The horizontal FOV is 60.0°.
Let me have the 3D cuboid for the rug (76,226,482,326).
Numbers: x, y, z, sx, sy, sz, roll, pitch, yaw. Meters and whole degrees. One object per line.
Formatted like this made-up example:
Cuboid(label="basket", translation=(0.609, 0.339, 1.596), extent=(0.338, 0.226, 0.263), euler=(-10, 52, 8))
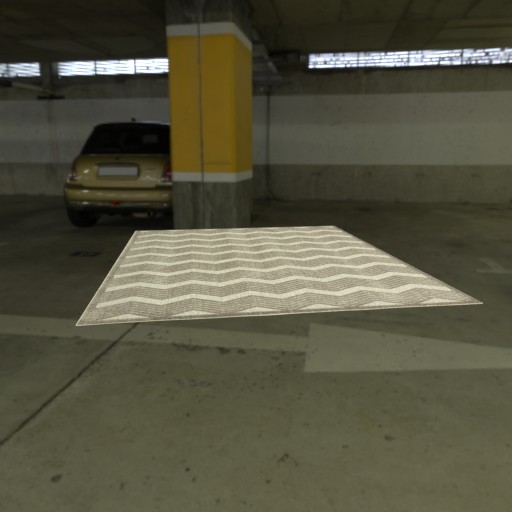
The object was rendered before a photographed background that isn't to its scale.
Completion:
Cuboid(label="rug", translation=(0.000, 0.000, 3.932), extent=(2.391, 0.005, 2.880), euler=(-2, 14, -8))
